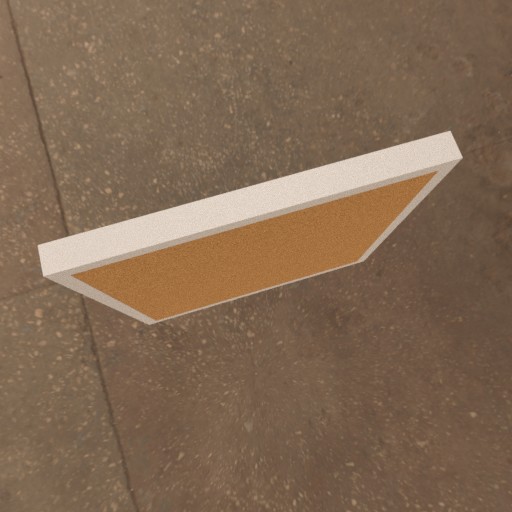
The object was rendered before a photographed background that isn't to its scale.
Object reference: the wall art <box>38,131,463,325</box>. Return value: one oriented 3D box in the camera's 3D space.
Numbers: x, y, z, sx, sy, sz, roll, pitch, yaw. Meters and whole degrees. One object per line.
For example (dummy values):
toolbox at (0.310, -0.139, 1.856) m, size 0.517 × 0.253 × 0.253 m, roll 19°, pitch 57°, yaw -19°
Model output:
wall art at (0.000, 0.000, 0.764) m, size 0.507 × 0.508 × 0.038 m, roll -16°, pitch 76°, yaw -4°
